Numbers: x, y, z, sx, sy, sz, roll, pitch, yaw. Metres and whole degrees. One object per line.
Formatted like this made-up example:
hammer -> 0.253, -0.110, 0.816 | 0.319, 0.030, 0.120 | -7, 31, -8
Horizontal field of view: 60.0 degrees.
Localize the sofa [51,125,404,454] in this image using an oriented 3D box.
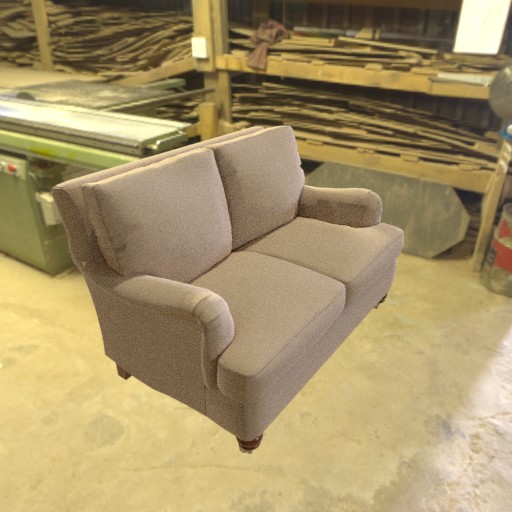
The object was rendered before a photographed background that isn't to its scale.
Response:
sofa -> 0.000, 0.000, 2.268 | 1.087, 1.048, 1.508 | 19, 34, 32
